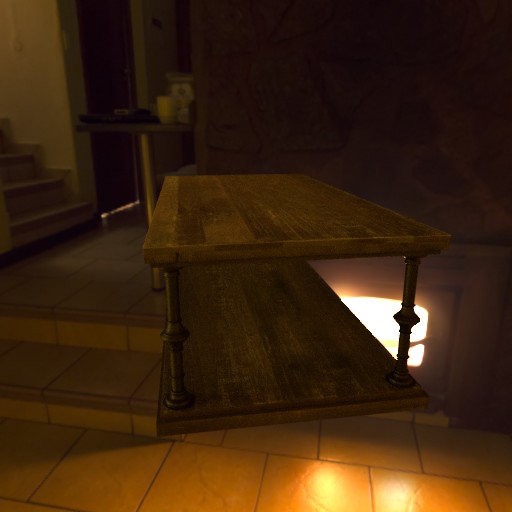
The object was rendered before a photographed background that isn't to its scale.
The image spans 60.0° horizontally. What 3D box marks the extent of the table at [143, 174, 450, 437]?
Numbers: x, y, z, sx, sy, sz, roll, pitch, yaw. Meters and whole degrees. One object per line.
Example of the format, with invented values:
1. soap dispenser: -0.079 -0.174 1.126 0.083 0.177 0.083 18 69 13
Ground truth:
1. table: 0.000 0.000 1.344 0.554 0.373 1.088 -3 17 -9
